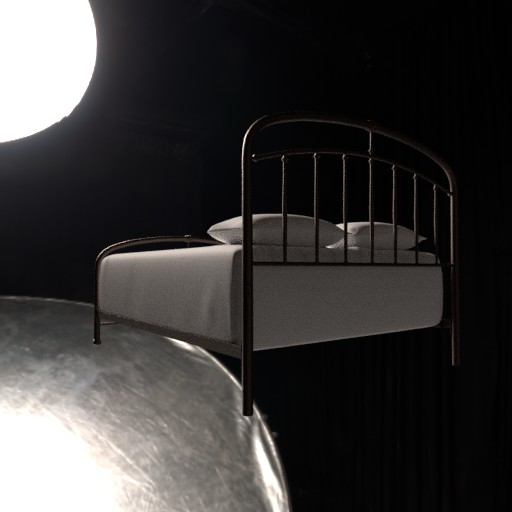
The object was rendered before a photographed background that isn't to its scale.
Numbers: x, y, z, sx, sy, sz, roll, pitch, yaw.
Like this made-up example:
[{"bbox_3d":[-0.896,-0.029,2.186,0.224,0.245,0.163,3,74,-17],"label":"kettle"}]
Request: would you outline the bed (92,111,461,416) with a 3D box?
[{"bbox_3d":[0.000,0.000,3.242,1.711,1.425,2.180,1,-2,-36],"label":"bed"}]
